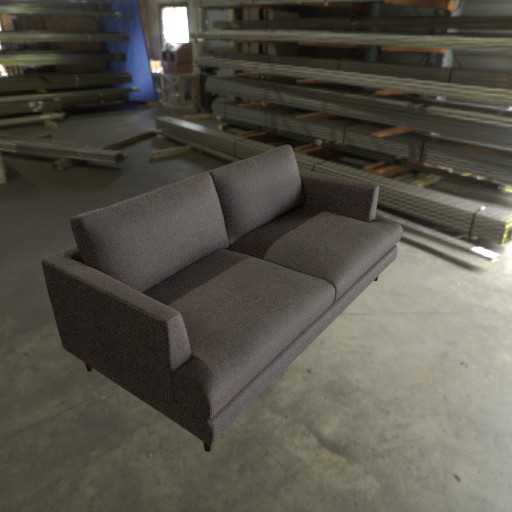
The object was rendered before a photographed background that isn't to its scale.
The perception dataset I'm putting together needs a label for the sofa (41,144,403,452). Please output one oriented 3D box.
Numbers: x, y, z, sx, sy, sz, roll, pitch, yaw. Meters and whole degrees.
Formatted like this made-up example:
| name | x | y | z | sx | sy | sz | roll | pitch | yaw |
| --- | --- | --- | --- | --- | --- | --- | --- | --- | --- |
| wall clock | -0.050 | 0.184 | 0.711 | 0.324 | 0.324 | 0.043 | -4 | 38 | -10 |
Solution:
| name | x | y | z | sx | sy | sz | roll | pitch | yaw |
| --- | --- | --- | --- | --- | --- | --- | --- | --- | --- |
| sofa | 0.000 | 0.000 | 2.521 | 1.020 | 0.868 | 1.948 | 19 | 33 | 32 |
